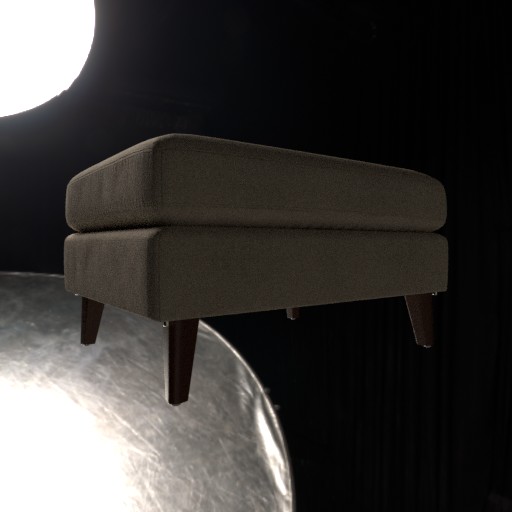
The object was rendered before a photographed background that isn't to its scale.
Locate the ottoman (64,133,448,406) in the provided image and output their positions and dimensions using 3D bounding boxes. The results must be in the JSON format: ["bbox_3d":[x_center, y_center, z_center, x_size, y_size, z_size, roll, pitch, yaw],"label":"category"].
[{"bbox_3d":[0.000,0.000,1.162,0.823,0.478,0.610,-1,2,-36],"label":"ottoman"}]
